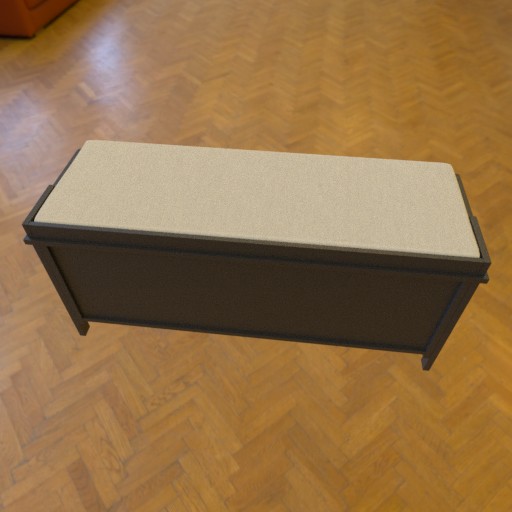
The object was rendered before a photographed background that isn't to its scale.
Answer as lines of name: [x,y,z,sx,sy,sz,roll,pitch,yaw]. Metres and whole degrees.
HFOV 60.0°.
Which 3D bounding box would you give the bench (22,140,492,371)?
bench: [0.000,0.000,1.358,1.140,0.501,0.398,5,47,4]
